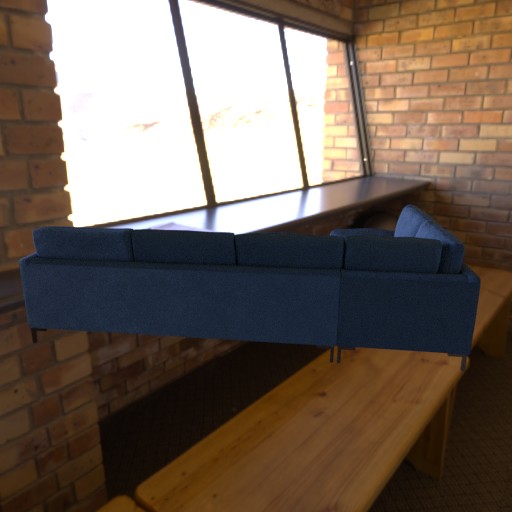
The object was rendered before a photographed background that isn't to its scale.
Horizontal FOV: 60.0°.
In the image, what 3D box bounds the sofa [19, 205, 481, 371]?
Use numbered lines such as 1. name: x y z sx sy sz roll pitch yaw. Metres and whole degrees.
1. sofa: 0.000 0.000 3.729 2.949 0.815 2.007 2 16 7
